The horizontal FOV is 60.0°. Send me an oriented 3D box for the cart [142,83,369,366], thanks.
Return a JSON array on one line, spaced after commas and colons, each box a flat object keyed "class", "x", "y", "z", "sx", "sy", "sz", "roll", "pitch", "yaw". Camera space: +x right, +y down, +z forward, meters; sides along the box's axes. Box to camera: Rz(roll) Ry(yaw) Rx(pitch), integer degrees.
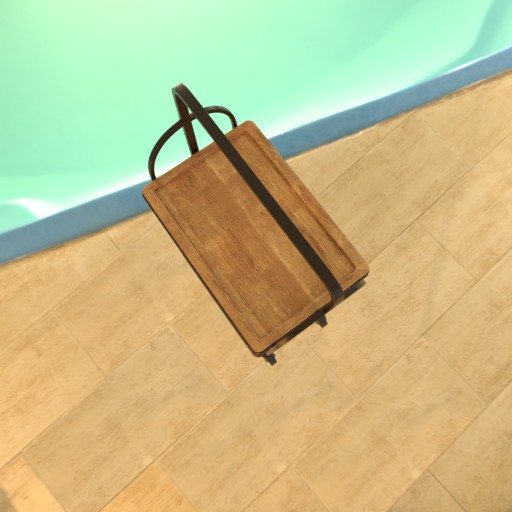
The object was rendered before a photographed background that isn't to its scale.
[{"class": "cart", "x": 0.000, "y": 0.000, "z": 1.227, "sx": 0.327, "sy": 1.001, "sz": 0.553, "roll": -35, "pitch": 79, "yaw": -8}]
